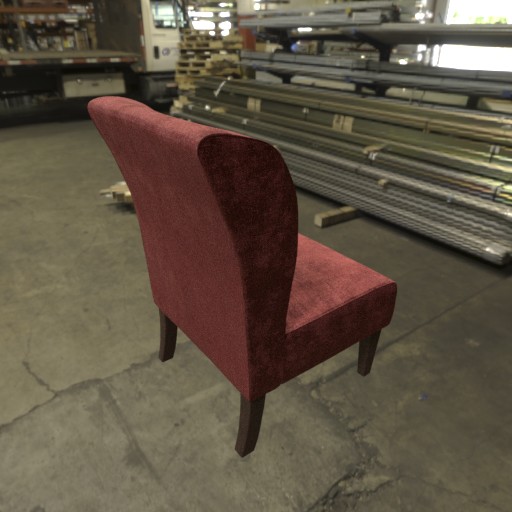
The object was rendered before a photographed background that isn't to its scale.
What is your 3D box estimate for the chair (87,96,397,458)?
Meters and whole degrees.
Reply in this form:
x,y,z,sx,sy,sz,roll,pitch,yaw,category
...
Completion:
x,y,z,sx,sy,sz,roll,pitch,yaw,category
0.000,0.000,1.237,0.640,0.846,0.538,-19,33,-32,chair
